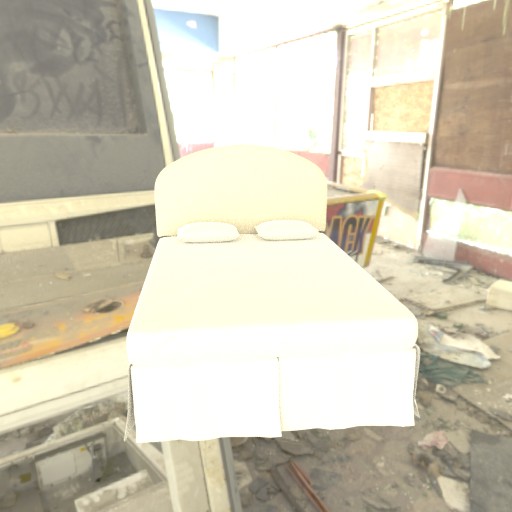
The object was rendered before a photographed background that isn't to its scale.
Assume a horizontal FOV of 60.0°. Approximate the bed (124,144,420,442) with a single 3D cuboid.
[{"bbox_3d":[0.000,0.000,3.078,1.607,1.410,2.005,-2,17,-7],"label":"bed"}]
